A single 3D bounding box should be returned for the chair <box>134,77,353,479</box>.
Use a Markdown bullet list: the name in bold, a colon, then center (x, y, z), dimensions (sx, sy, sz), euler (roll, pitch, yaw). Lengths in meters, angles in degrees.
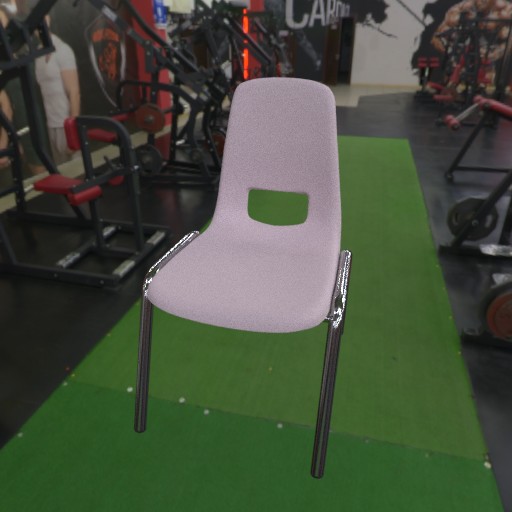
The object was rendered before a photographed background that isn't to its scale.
- **chair**: center (0.000, 0.000, 0.826), dimensions (0.354, 0.586, 0.423), euler (8, 28, 15)
